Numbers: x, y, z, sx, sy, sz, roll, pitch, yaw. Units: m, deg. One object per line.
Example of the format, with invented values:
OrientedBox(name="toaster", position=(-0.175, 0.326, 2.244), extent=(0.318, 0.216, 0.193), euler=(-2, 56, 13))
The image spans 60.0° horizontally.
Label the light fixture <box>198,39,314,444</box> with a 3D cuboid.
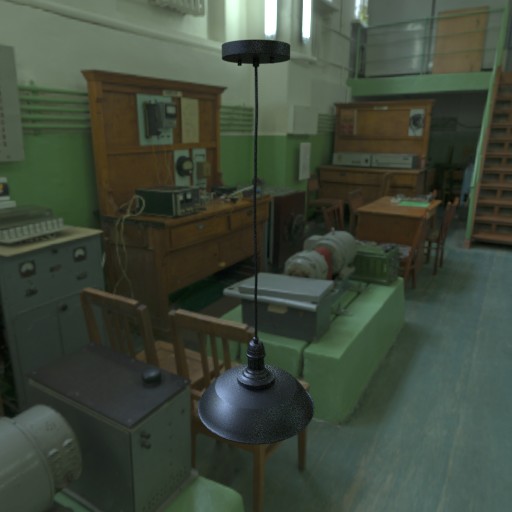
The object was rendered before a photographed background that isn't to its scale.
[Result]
OrientedBox(name="light fixture", position=(0.000, 0.000, 1.145), extent=(0.331, 0.993, 0.331), euler=(8, 18, 27))
